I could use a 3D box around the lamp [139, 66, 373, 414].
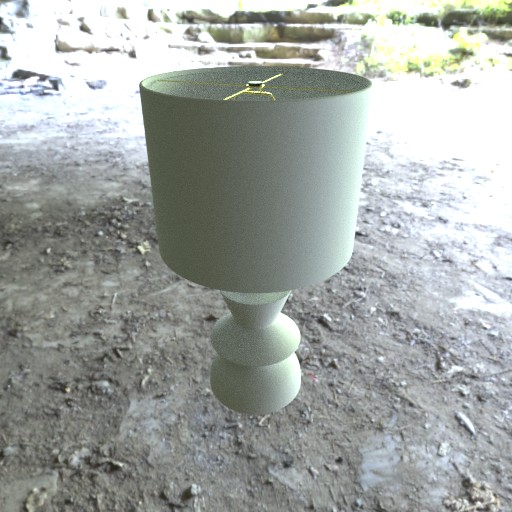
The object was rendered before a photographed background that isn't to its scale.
[{"bbox_3d":[0.000,0.000,0.714,0.301,0.533,0.301,10,31,17],"label":"lamp"}]
